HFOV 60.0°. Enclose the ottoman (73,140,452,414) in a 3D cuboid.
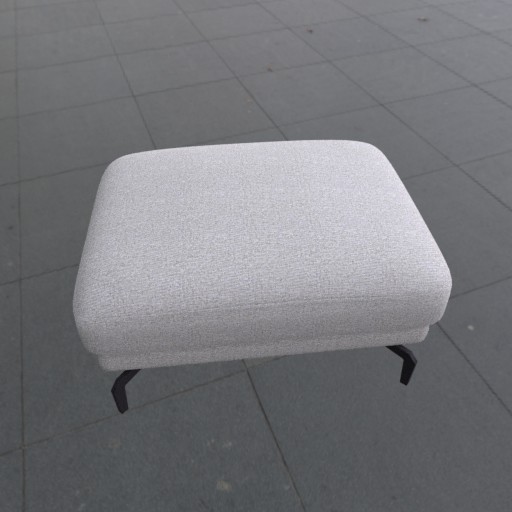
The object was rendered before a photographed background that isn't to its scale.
[{"bbox_3d":[0.000,0.000,1.115,0.772,0.420,0.568,-4,46,-4],"label":"ottoman"}]
